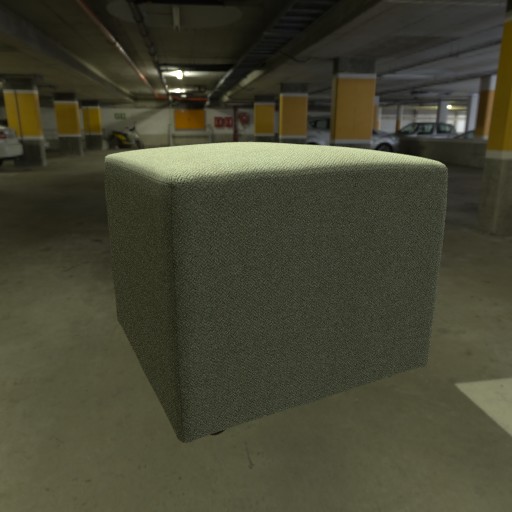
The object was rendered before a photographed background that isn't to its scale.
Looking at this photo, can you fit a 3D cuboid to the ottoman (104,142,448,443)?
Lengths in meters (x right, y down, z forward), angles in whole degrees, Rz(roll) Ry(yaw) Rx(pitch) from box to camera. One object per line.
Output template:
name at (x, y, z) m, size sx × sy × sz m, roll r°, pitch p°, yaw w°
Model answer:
ottoman at (0.000, 0.000, 0.921) m, size 0.512 × 0.453 × 0.521 m, roll -8°, pitch 18°, yaw -26°
